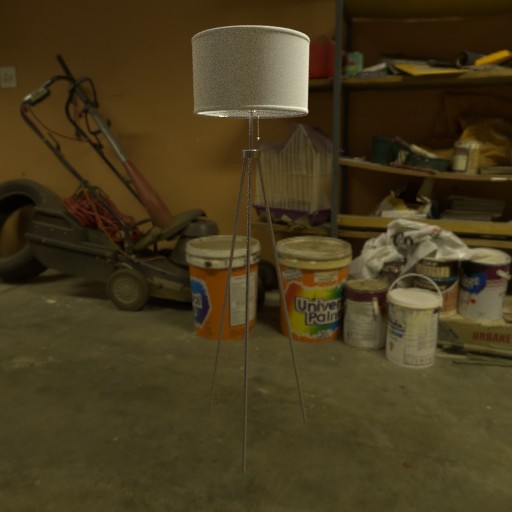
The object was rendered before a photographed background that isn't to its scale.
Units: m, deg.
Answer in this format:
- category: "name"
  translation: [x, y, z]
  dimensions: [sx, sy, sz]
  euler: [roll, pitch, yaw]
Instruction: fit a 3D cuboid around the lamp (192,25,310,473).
- category: "lamp"
  translation: [0.000, 0.000, 1.740]
  dimensions: [0.458, 1.545, 0.448]
  euler: [-7, 15, -26]
